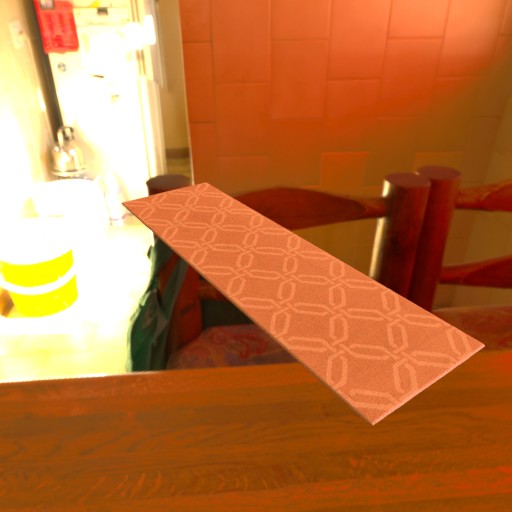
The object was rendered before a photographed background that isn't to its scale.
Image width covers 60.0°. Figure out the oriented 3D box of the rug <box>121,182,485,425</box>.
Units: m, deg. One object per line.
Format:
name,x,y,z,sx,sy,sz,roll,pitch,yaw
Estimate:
rug,0.000,0.000,2.442,0.678,0.014,2.276,-20,35,-30
